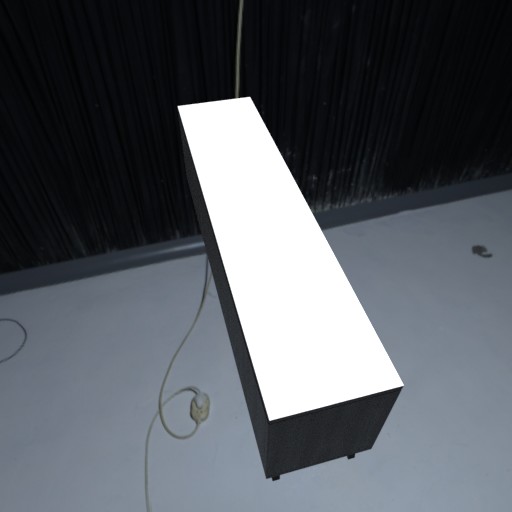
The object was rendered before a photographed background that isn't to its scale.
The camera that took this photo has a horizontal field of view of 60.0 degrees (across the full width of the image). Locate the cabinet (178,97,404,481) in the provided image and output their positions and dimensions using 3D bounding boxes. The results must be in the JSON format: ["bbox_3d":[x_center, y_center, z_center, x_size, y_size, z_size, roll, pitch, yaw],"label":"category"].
[{"bbox_3d":[0.000,0.000,2.535,0.499,0.779,2.198,-11,48,-10],"label":"cabinet"}]
